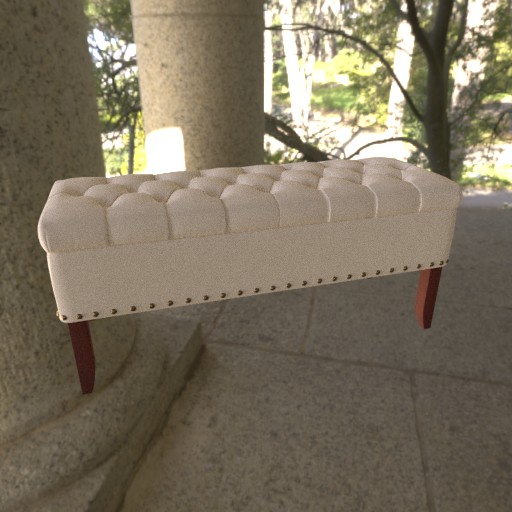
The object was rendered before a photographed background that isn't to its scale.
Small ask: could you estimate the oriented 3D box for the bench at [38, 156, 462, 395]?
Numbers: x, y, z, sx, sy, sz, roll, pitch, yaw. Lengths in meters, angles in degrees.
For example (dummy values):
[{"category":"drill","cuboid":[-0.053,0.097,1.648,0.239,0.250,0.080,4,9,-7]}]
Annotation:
[{"category":"bench","cuboid":[0.000,0.000,1.289,1.054,0.470,0.400,-7,26,-15]}]
